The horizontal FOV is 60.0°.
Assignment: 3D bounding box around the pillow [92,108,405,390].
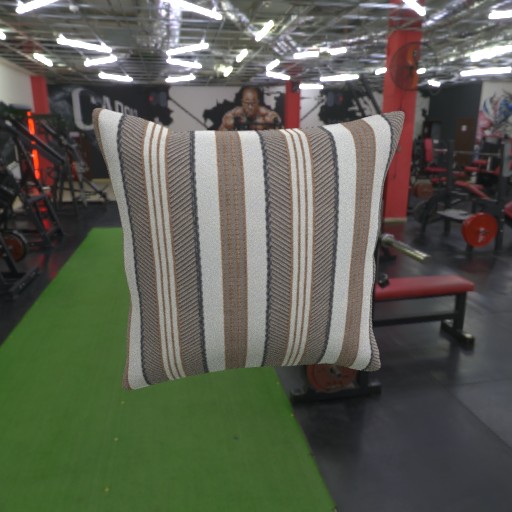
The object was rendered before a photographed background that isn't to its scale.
[{"bbox_3d":[0.000,0.000,0.637,0.416,0.401,0.173,-2,16,-8],"label":"pillow"}]
